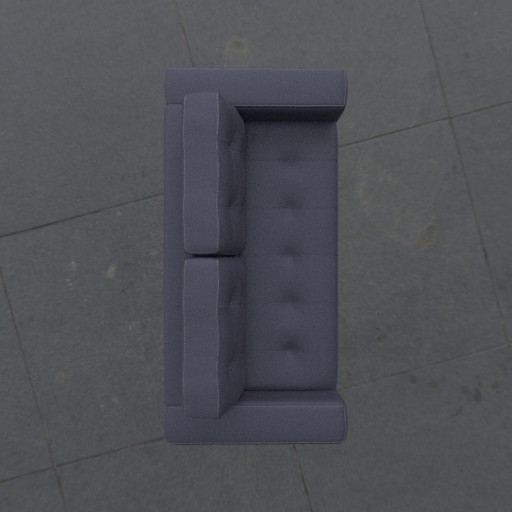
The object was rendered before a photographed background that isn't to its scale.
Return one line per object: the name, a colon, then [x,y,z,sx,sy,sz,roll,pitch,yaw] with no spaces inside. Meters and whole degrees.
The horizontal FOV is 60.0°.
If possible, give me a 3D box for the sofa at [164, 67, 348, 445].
sofa: [0.000,0.000,2.173,0.833,0.893,1.726,0,90,-1]
